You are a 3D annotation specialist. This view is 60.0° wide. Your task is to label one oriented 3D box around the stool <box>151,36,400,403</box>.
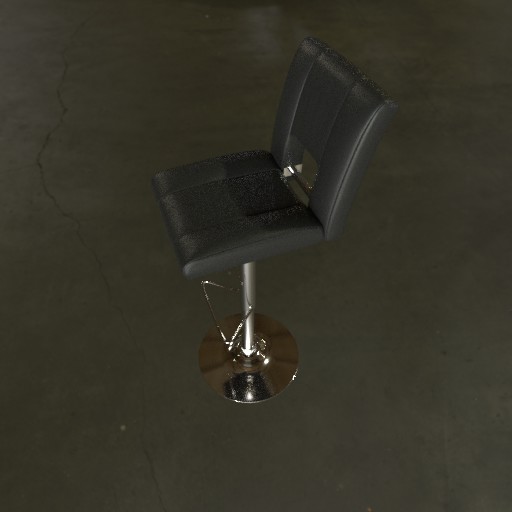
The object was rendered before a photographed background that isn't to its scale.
[{"bbox_3d":[0.000,0.000,1.400,0.520,1.151,0.415,-16,49,-14],"label":"stool"}]
